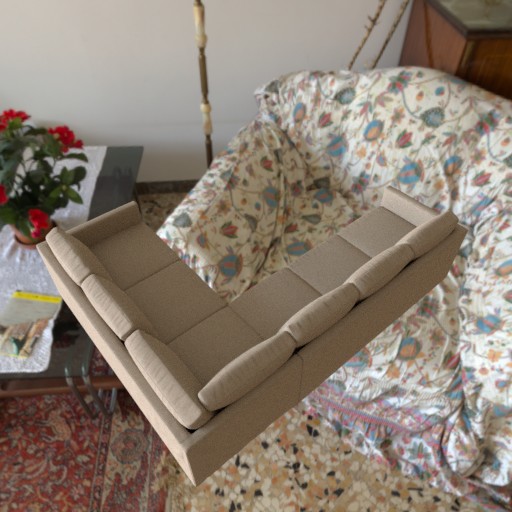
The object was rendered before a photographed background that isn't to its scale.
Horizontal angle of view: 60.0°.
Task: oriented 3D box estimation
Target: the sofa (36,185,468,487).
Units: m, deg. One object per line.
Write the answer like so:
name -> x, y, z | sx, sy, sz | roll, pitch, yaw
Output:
sofa -> 0.000, 0.000, 4.249 | 3.182, 0.871, 2.432 | -31, 53, -27
